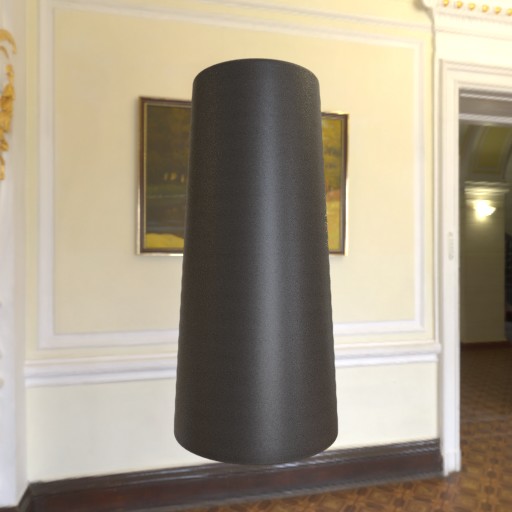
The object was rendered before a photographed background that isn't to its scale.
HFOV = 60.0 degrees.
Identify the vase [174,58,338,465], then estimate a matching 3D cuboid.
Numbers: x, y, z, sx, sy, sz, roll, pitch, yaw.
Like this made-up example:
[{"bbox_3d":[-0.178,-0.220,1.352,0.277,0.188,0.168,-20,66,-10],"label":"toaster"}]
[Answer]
[{"bbox_3d":[0.000,0.000,0.374,0.136,0.289,0.136,0,0,0],"label":"vase"}]
